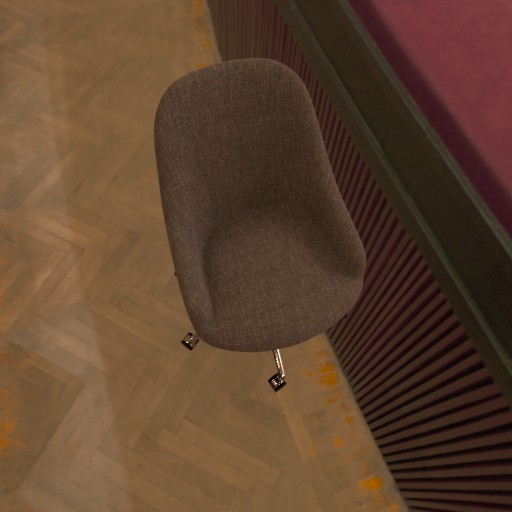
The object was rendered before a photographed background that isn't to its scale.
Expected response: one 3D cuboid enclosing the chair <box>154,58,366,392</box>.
[{"bbox_3d":[0.000,0.000,1.444,0.671,0.950,0.712,-17,64,-9],"label":"chair"}]
